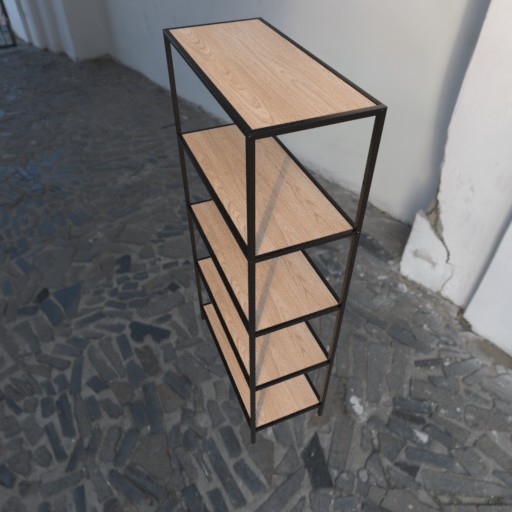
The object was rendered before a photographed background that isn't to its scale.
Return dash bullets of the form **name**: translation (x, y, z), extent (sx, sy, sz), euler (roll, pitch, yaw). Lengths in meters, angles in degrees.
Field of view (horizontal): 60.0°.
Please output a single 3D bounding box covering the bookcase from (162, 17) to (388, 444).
- **bookcase**: translation (0.000, 0.000, 1.757), extent (0.350, 1.500, 0.770), euler (-16, 46, -16)
